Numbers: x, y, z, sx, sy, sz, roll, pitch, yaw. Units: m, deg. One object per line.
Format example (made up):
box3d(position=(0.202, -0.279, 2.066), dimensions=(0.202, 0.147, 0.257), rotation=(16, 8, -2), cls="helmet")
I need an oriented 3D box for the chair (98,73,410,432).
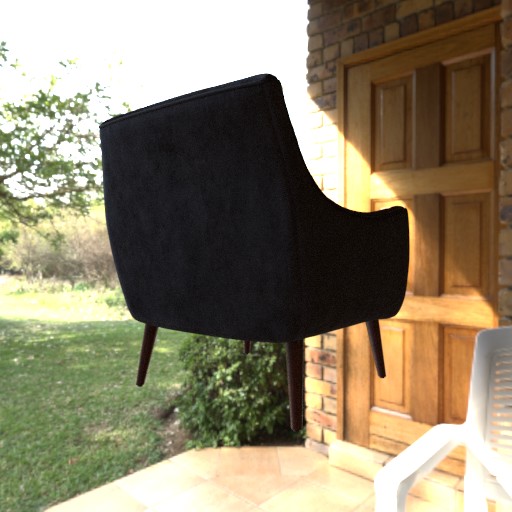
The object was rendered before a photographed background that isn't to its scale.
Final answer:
box3d(position=(0.000, 0.000, 1.434), dimensions=(0.762, 0.838, 0.787), rotation=(0, 1, 37), cls="chair")
